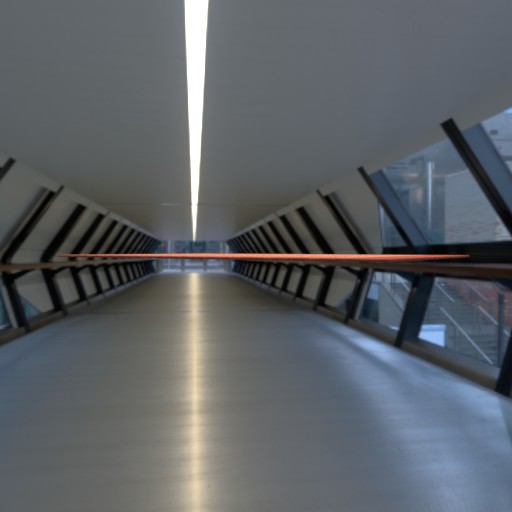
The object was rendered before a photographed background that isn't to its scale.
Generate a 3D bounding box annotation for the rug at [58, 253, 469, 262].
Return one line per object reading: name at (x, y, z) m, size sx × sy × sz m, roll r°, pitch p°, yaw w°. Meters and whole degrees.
rug at (0.000, 0.000, 3.088) m, size 2.438 × 0.014 × 1.524 m, roll 1°, pitch 1°, yaw 36°
